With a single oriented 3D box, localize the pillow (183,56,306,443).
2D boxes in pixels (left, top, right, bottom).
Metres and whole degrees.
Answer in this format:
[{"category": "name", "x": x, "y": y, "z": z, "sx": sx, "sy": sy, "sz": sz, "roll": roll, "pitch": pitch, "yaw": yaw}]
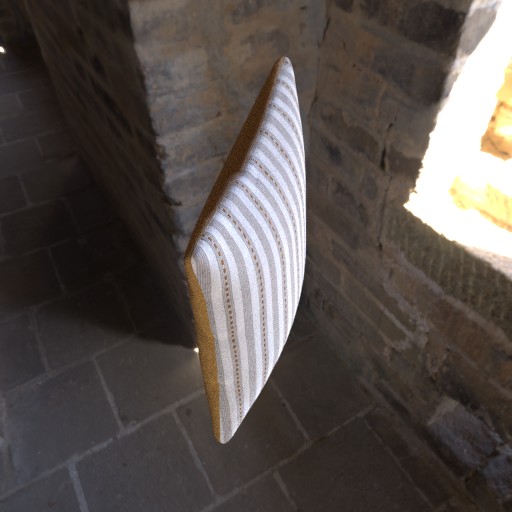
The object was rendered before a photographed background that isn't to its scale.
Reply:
[{"category": "pillow", "x": 0.000, "y": 0.000, "z": 0.678, "sx": 0.147, "sy": 0.437, "sz": 0.432, "roll": 9, "pitch": 47, "yaw": 9}]
